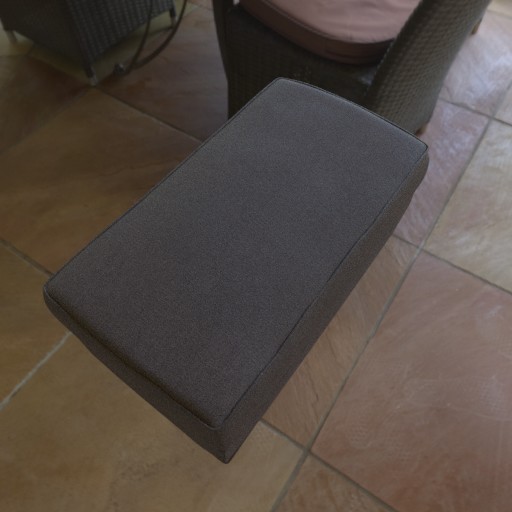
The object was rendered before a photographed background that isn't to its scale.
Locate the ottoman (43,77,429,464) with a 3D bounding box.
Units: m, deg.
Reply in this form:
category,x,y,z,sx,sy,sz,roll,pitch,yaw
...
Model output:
category,x,y,z,sx,sy,sz,roll,pitch,yaw
ottoman,0.000,0.000,1.136,0.490,0.448,0.864,32,64,18
